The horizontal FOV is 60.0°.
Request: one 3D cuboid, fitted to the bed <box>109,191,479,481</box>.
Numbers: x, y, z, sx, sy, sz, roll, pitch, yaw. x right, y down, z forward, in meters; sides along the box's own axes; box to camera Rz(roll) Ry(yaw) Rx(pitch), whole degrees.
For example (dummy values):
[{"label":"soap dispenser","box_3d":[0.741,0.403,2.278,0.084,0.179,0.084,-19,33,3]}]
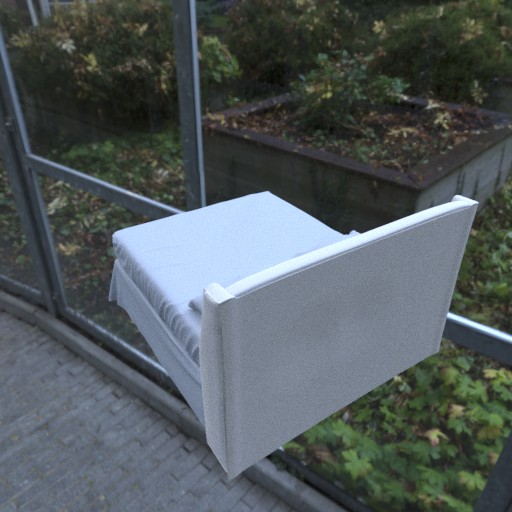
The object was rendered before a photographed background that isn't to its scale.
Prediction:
[{"label":"bed","box_3d":[0.000,0.000,3.473,1.925,1.332,2.276,-19,36,-28]}]
